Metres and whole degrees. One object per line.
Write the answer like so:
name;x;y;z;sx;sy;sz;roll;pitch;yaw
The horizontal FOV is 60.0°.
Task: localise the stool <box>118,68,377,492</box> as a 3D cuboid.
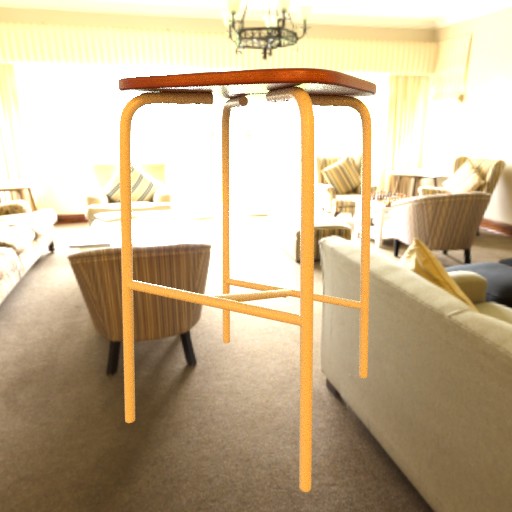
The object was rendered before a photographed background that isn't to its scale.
stool;0.000;0.000;0.835;0.376;0.610;0.376;8;19;26
